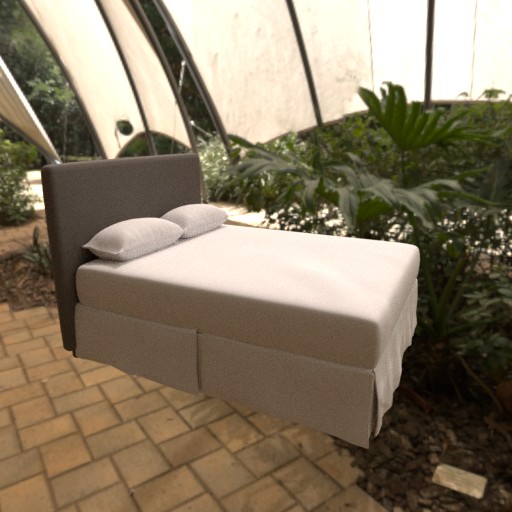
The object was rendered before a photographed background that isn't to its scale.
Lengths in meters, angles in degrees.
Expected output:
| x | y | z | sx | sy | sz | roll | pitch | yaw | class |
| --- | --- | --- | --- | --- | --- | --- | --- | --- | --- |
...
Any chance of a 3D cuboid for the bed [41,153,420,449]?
| x | y | z | sx | sy | sz | roll | pitch | yaw | class |
| --- | --- | --- | --- | --- | --- | --- | --- | --- | --- |
| 0.000 | 0.000 | 3.154 | 2.142 | 1.330 | 1.723 | 8 | 18 | 25 | bed |
